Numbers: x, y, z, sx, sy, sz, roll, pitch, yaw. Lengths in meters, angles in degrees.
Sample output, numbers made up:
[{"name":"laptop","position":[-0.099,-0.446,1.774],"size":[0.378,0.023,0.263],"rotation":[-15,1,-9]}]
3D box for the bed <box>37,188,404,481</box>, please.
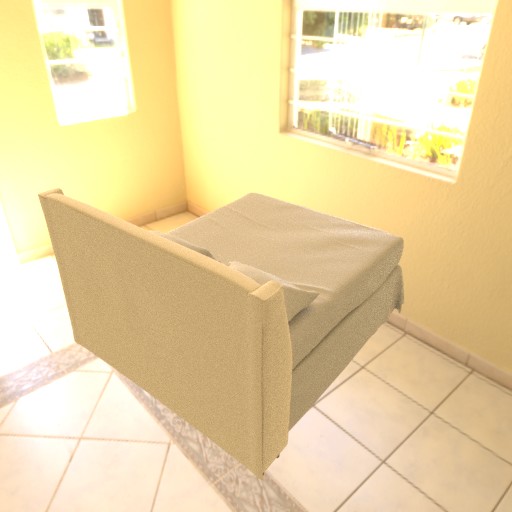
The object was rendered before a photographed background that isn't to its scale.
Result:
[{"name":"bed","position":[0.000,0.000,3.481],"size":[1.925,1.332,2.276],"rotation":[22,37,33]}]
